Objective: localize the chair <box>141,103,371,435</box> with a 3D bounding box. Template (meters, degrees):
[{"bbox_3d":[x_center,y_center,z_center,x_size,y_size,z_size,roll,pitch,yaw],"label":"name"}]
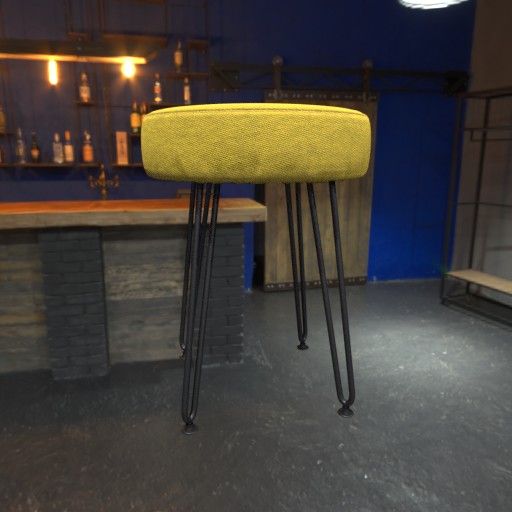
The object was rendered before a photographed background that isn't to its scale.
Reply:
[{"bbox_3d":[0.000,0.000,0.728,0.345,0.455,0.345,-2,13,-10],"label":"chair"}]
